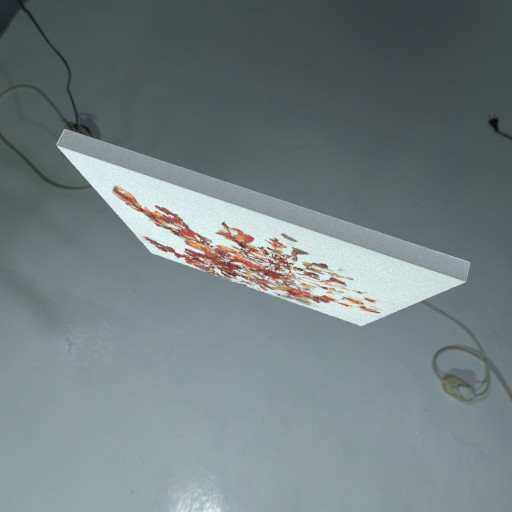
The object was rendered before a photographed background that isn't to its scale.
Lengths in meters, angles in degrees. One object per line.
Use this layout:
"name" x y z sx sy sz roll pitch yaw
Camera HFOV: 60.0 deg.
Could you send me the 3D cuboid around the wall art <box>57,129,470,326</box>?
"wall art" 0.000 0.000 1.522 1.009 1.009 0.049 19 76 5
